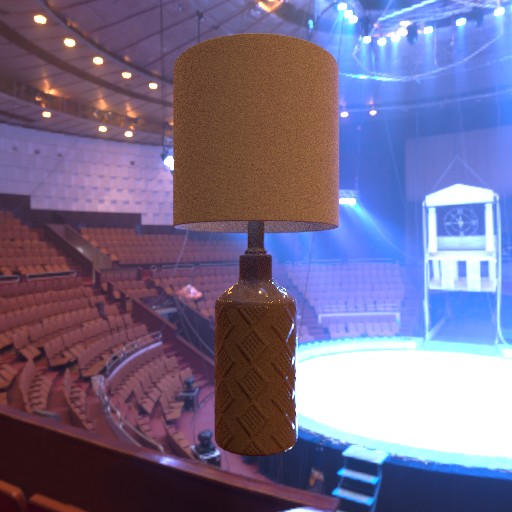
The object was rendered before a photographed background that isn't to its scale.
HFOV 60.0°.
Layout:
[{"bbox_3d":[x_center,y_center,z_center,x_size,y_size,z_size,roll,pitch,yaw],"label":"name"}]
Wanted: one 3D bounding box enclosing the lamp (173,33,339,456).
[{"bbox_3d":[0.000,0.000,0.560,0.207,0.461,0.207,0,-1,18],"label":"lamp"}]
